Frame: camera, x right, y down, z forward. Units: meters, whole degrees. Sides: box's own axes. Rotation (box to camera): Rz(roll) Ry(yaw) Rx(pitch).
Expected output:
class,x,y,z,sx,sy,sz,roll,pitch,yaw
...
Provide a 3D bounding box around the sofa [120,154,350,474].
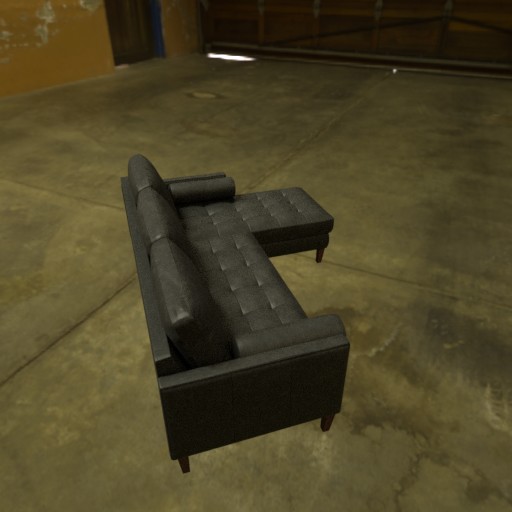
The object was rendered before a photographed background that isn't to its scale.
class,x,y,z,sx,sy,sz,roll,pitch,yaw
sofa,0.000,0.000,2.855,1.497,0.876,2.178,-10,33,-15
